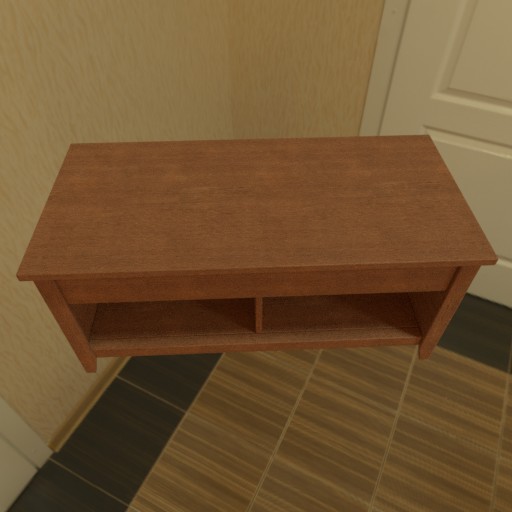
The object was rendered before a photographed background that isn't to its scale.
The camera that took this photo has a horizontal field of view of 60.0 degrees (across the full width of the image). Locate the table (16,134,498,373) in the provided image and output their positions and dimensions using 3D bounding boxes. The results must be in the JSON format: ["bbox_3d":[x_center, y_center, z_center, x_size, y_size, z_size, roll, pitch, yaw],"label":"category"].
[{"bbox_3d":[0.000,0.000,1.261,1.016,0.457,0.483,-2,48,-2],"label":"table"}]
